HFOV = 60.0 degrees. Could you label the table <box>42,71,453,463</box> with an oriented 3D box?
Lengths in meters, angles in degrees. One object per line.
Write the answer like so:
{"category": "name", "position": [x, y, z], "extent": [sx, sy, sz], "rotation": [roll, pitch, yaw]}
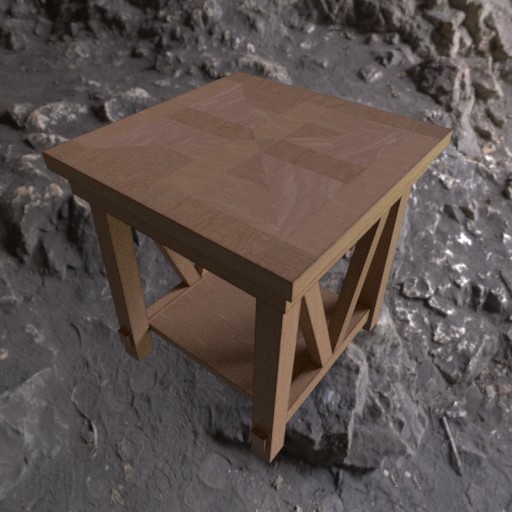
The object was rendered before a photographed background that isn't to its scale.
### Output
{"category": "table", "position": [0.000, 0.000, 1.132], "extent": [0.610, 0.638, 0.612], "rotation": [27, 48, 28]}
